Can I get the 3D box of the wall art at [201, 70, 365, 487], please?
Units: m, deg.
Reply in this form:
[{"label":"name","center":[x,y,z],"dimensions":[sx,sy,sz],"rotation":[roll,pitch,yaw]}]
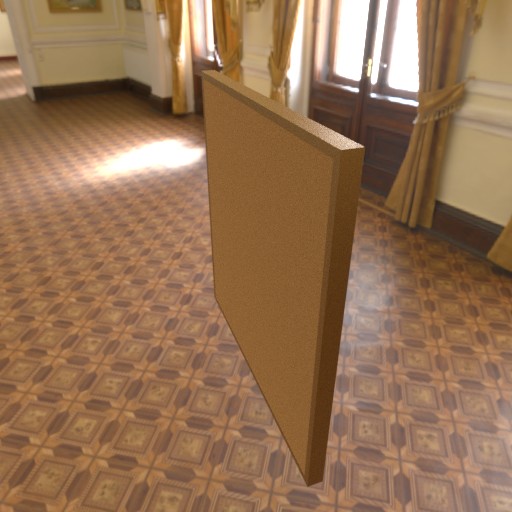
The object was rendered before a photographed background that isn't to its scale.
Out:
[{"label":"wall art","center":[0.000,0.000,1.104],"dimensions":[0.038,0.762,0.762],"rotation":[-11,32,-17]}]
